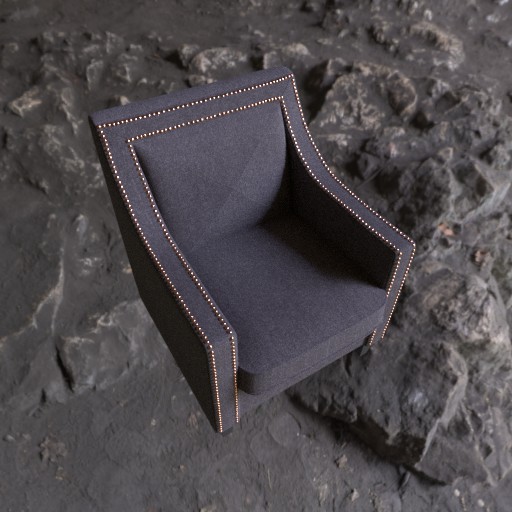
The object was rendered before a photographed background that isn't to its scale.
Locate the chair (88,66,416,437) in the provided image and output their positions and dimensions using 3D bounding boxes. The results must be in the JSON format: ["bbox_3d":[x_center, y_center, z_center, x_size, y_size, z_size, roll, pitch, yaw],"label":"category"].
[{"bbox_3d":[0.000,0.000,1.639,0.776,0.967,0.884,-23,49,-22],"label":"chair"}]
